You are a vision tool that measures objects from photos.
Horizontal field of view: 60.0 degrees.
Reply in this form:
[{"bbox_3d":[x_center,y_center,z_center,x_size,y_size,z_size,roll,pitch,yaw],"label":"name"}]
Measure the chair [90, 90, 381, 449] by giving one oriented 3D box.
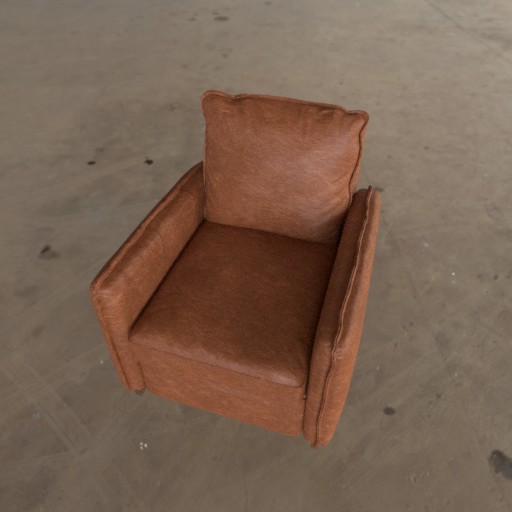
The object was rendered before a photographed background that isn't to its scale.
[{"bbox_3d":[0.000,0.000,1.604,0.830,0.922,0.922,12,43,13],"label":"chair"}]
